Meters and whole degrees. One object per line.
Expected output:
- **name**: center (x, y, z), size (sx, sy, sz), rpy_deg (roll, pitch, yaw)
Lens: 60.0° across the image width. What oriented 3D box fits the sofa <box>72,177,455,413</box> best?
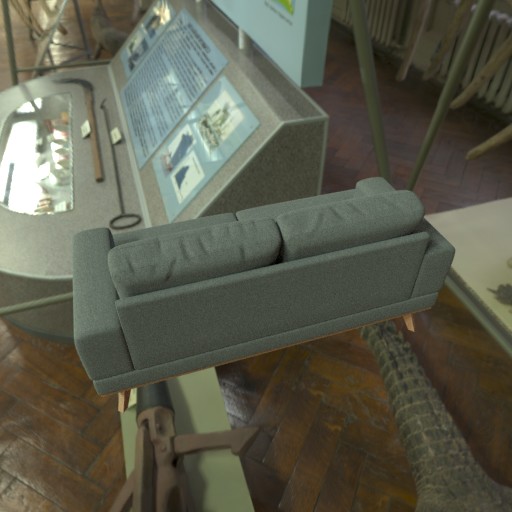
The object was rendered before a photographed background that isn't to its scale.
- **sofa**: center (0.000, 0.000, 2.136), size (1.650, 0.810, 0.785), rpy_deg (-12, 43, -13)
